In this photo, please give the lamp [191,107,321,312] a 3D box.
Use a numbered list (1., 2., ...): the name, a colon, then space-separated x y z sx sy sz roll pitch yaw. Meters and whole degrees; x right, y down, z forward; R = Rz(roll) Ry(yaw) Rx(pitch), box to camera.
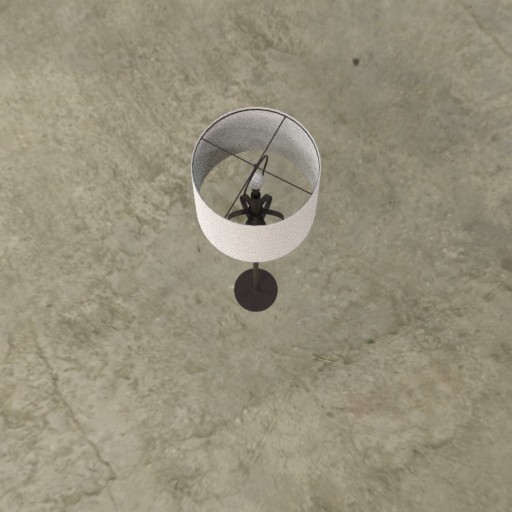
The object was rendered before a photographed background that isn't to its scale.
1. lamp: 0.000 0.000 1.565 0.286 1.462 0.286 -1 76 0
